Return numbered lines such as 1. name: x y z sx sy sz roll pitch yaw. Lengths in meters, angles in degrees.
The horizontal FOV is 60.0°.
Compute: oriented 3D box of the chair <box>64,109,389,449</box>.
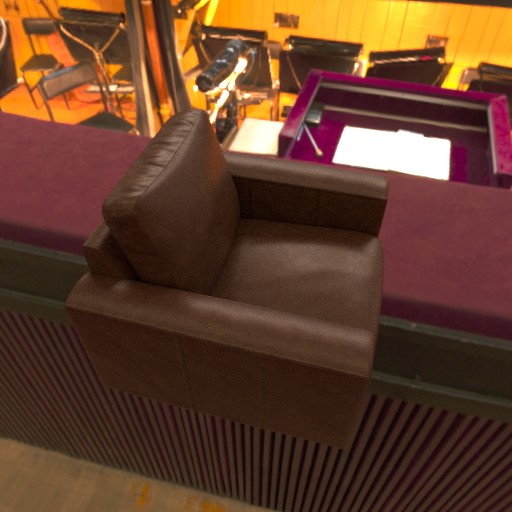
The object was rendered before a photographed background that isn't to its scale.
1. chair: 0.000 0.000 1.747 1.016 0.873 1.005 11 47 10
